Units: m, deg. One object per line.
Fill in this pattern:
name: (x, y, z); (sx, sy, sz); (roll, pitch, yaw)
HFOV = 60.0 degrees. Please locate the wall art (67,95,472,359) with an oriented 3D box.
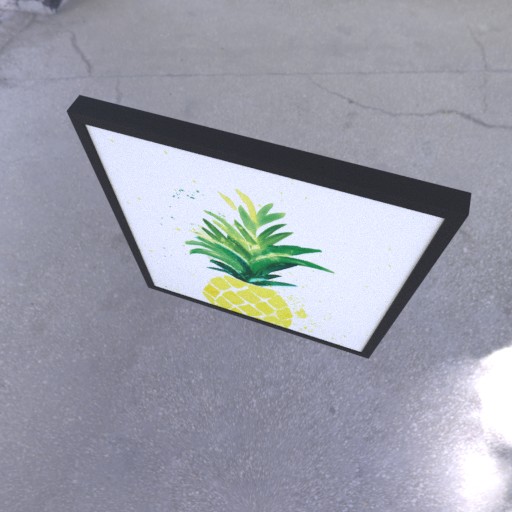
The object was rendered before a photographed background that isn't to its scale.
wall art: (0.000, 0.000, 0.757); (0.508, 0.507, 0.033); (17, 61, 10)
